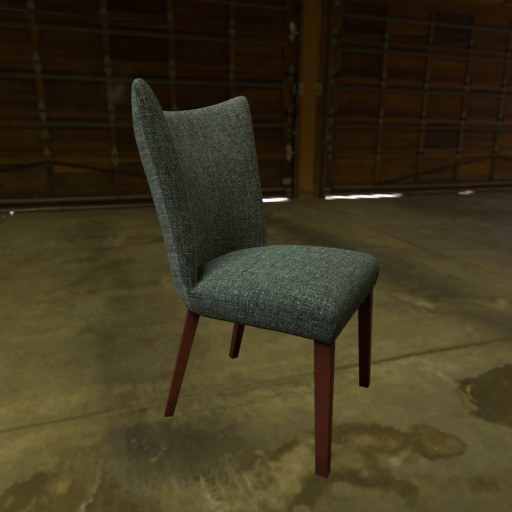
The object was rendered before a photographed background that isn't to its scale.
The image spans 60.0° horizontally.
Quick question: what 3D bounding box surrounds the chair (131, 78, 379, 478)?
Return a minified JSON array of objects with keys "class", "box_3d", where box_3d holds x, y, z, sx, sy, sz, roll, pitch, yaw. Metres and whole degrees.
[{"class":"chair","box_3d":[0.000,0.000,1.280,0.623,0.924,0.535,7,17,25]}]
